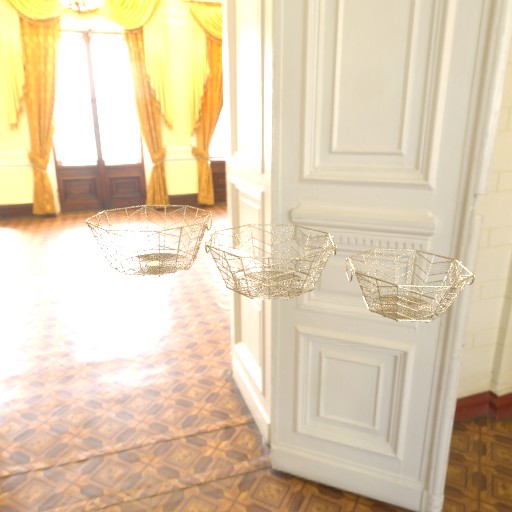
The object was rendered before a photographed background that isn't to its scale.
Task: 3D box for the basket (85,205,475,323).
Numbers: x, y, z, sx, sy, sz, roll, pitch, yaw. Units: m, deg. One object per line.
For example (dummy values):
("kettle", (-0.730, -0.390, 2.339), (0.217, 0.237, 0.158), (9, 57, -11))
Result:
("basket", (0.000, 0.000, 1.403), (1.246, 0.178, 0.432), (8, 20, 25))
